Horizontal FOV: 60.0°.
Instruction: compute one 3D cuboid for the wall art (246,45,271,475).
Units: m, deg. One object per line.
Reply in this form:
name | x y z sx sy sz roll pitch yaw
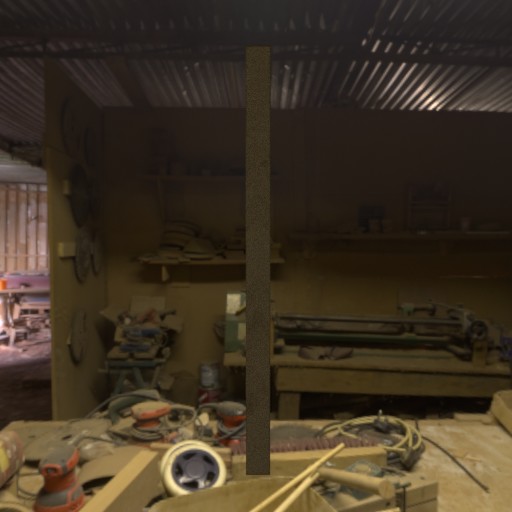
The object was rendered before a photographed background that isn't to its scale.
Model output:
wall art | 0.000 0.000 0.775 0.029 0.506 0.508 0 2 -1
